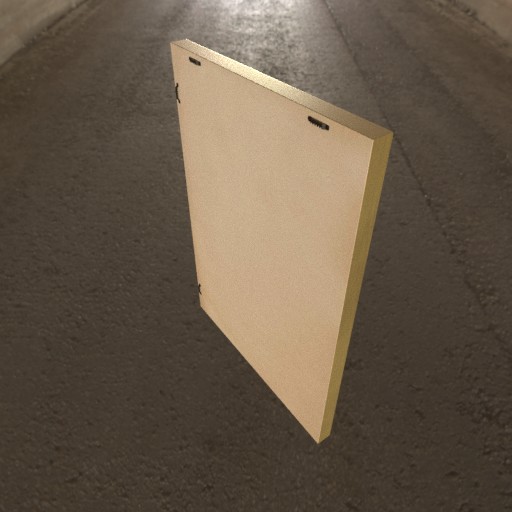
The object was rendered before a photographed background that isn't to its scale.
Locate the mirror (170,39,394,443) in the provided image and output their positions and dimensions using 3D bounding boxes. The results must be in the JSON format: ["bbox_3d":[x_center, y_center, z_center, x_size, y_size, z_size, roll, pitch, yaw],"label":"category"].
[{"bbox_3d":[0.000,0.000,0.903,0.040,0.710,0.507,-25,46,-27],"label":"mirror"}]
